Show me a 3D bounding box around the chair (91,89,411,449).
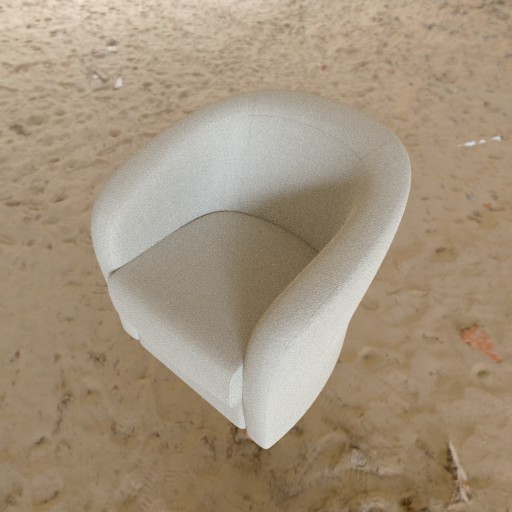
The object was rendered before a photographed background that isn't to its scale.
[{"bbox_3d":[0.000,0.000,1.424,0.791,0.771,0.815,31,53,27],"label":"chair"}]
